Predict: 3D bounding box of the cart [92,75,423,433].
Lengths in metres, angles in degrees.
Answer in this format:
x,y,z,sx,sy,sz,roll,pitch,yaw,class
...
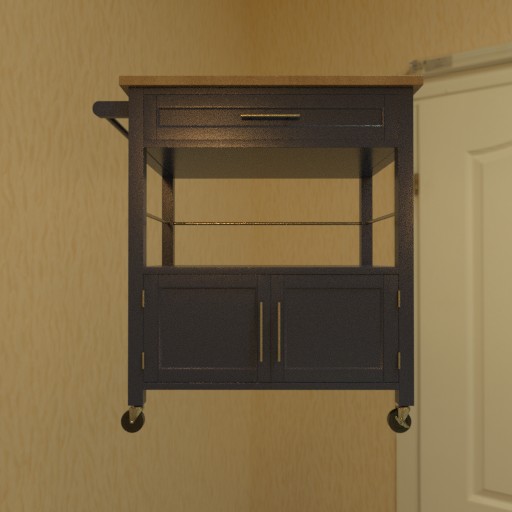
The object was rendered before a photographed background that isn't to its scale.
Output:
x,y,z,sx,sy,sz,roll,pitch,yaw,class
0.000,0.000,1.333,0.840,0.901,0.459,0,0,0,cart
